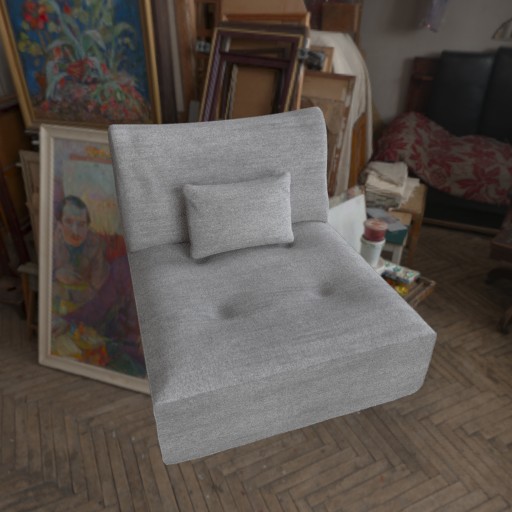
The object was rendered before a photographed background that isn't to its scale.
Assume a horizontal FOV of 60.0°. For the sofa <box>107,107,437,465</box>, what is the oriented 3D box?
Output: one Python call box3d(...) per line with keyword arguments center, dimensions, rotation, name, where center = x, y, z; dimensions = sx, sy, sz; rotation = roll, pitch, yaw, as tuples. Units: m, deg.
box3d(center=(0.000, 0.000, 1.676), dimensions=(0.930, 0.820, 1.000), rotation=(-10, 34, -15), name="sofa")
